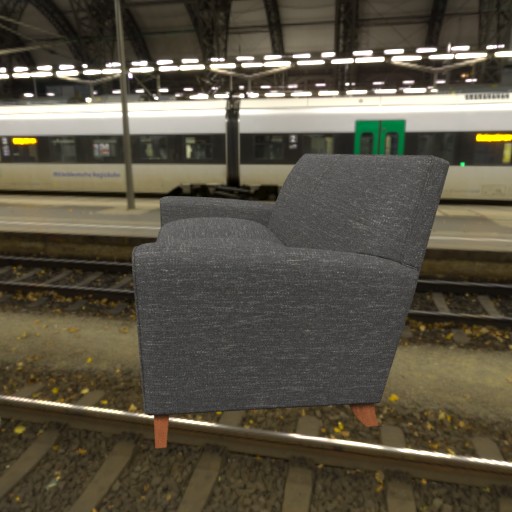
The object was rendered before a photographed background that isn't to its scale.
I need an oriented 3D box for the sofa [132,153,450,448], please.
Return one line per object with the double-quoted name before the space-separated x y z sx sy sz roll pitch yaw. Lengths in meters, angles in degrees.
"sofa" 0.000 0.000 1.893 0.875 0.846 1.420 -2 13 -9
